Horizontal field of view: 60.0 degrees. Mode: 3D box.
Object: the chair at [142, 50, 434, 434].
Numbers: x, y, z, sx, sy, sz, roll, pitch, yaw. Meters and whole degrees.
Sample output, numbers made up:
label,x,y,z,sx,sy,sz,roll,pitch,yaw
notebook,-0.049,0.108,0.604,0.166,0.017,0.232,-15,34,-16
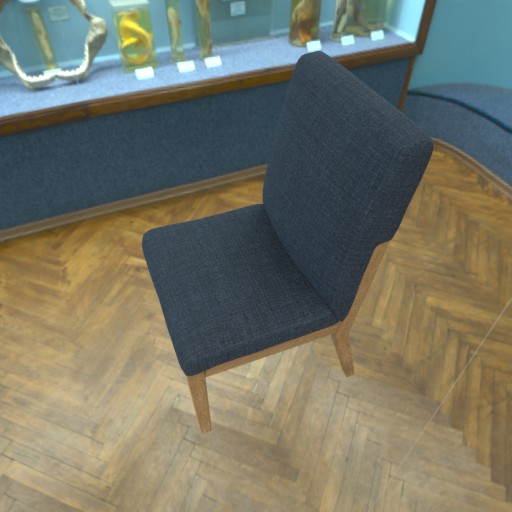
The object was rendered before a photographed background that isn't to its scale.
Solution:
label,x,y,z,sx,sy,sz,roll,pitch,yaw
chair,0.000,0.000,1.262,0.586,0.911,0.507,-16,48,-15
